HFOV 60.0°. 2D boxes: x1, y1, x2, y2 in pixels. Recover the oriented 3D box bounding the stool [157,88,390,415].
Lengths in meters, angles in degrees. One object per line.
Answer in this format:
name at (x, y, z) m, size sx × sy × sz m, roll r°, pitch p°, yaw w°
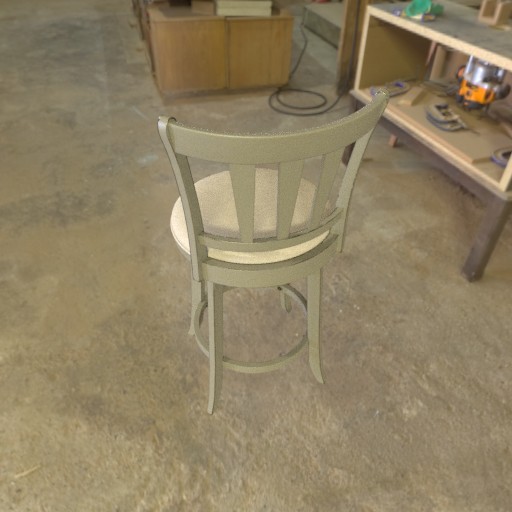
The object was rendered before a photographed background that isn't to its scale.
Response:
stool at (0.000, 0.000, 1.241) m, size 0.450 × 0.994 × 0.486 m, roll -11°, pitch 42°, yaw -13°
